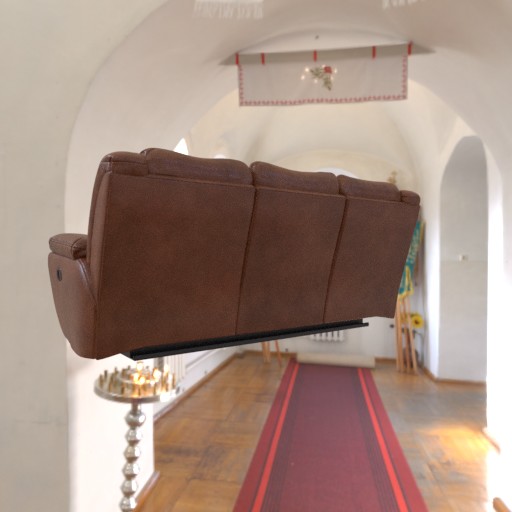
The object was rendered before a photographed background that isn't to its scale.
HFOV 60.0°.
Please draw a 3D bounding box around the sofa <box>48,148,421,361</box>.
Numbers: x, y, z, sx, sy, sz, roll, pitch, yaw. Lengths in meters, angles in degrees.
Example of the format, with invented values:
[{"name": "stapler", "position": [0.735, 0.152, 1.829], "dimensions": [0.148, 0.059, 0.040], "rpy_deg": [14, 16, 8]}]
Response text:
[{"name": "sofa", "position": [0.000, 0.000, 2.882], "dimensions": [2.337, 1.043, 0.991], "rpy_deg": [0, 0, -36]}]
